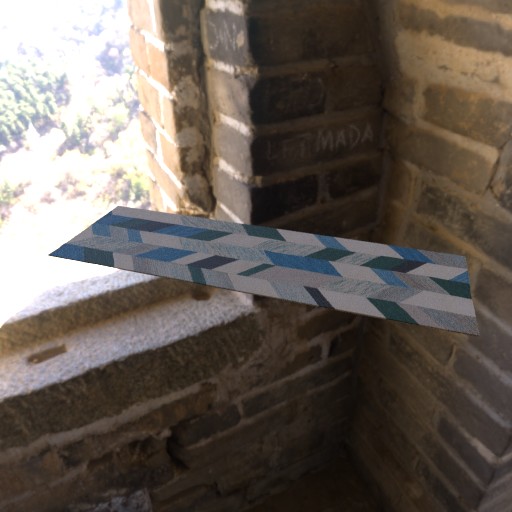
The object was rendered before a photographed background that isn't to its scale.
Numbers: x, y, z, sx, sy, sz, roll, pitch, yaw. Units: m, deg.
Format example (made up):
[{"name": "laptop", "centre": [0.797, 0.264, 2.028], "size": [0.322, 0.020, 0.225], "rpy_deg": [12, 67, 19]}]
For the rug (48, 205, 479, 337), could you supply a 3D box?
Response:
[{"name": "rug", "centre": [0.000, 0.000, 2.700], "size": [2.437, 0.008, 0.774], "rpy_deg": [9, 32, 15]}]
